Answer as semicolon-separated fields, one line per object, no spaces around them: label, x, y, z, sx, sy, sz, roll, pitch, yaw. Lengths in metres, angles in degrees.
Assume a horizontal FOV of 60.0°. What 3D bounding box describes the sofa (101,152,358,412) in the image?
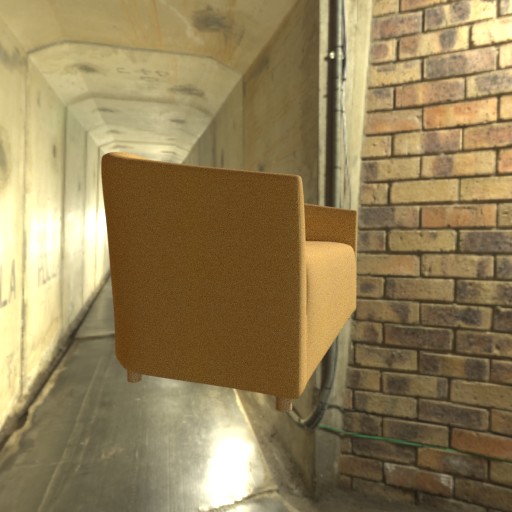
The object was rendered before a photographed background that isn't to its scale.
sofa;0.000;0.000;1.836;0.705;0.721;1.452;1;2;18
